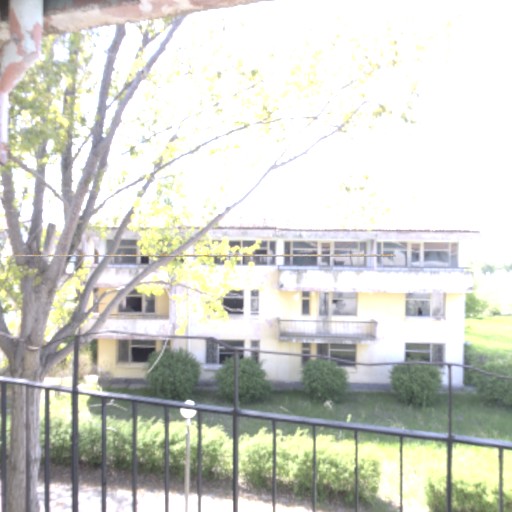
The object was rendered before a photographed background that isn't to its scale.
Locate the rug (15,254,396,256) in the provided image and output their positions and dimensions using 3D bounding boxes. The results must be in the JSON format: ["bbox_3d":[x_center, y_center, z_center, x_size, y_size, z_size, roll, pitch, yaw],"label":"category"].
[{"bbox_3d":[0.000,0.000,4.035,2.433,0.011,3.037,0,0,18],"label":"rug"}]
